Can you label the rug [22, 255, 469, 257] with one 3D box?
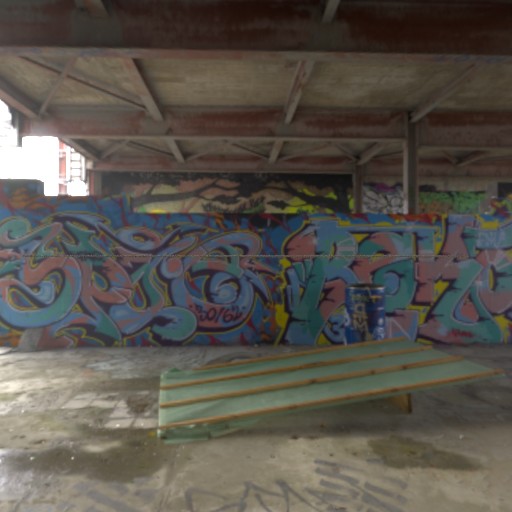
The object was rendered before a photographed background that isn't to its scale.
[{"bbox_3d":[0.000,0.000,2.177,1.747,0.006,1.143,0,0,18],"label":"rug"}]
